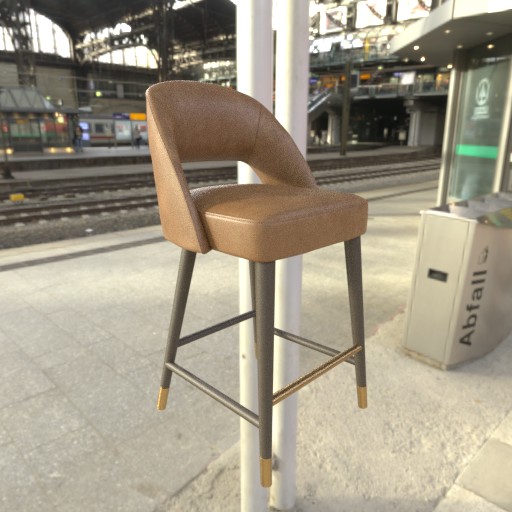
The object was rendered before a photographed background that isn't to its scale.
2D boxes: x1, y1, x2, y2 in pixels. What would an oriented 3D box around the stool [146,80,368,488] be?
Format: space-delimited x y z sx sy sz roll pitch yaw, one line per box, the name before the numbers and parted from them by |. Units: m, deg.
stool | 0.000 0.000 1.227 0.509 0.940 0.494 14 21 42
